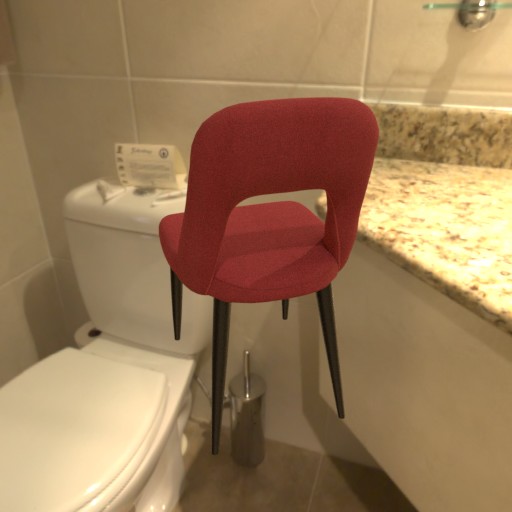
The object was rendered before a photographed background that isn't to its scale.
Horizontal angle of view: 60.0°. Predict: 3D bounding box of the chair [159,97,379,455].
[{"bbox_3d":[0.000,0.000,1.222,0.483,0.892,0.569,-8,28,-16],"label":"chair"}]
